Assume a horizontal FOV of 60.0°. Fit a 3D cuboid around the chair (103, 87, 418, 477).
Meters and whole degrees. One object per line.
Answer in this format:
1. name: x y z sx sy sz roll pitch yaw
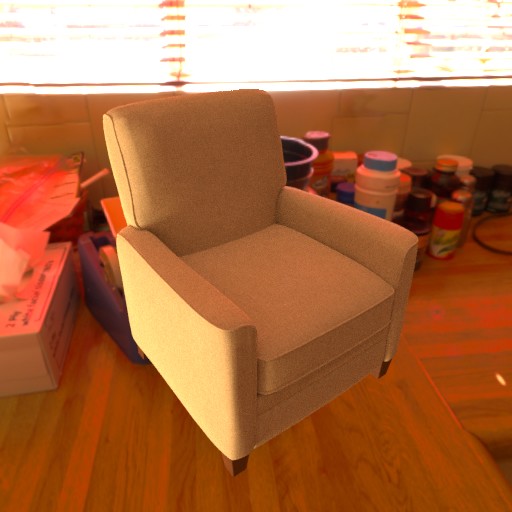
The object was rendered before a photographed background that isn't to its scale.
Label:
1. chair: 0.000 0.000 1.609 0.845 1.023 0.859 -21 36 -31
